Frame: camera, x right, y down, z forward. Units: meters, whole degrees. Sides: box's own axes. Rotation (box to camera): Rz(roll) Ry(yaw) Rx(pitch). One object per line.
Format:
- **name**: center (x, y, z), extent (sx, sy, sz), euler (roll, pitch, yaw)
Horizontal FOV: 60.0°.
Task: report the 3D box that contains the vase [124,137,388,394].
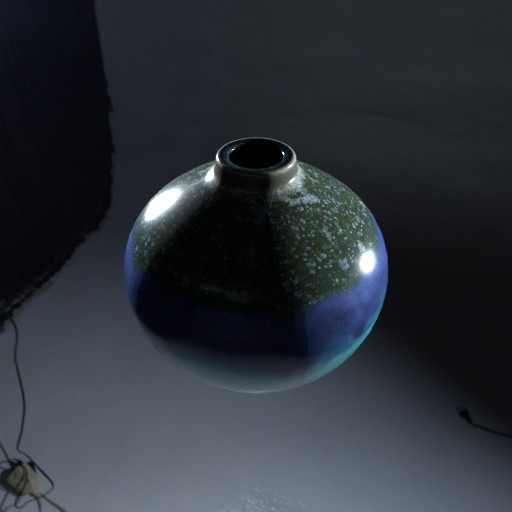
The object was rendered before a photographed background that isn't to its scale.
- **vase**: center (0.000, 0.000, 0.264), extent (0.154, 0.133, 0.154), euler (0, 40, 0)
